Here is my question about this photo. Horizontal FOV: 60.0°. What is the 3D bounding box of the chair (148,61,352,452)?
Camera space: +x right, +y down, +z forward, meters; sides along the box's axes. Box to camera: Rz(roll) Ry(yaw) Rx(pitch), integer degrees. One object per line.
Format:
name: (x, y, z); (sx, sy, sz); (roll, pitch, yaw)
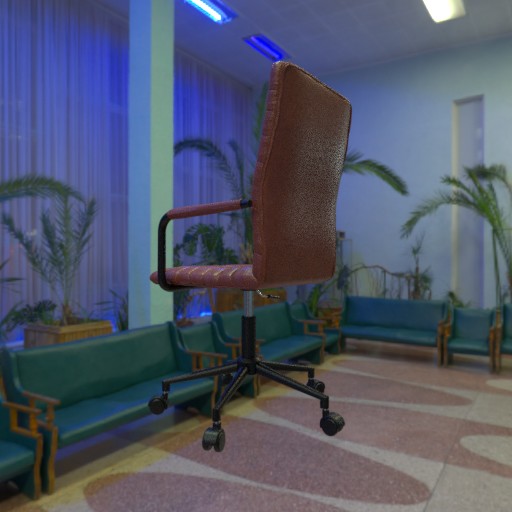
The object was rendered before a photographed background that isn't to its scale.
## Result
chair: (0.000, 0.000, 1.372); (0.580, 0.979, 0.608); (0, 0, 36)
